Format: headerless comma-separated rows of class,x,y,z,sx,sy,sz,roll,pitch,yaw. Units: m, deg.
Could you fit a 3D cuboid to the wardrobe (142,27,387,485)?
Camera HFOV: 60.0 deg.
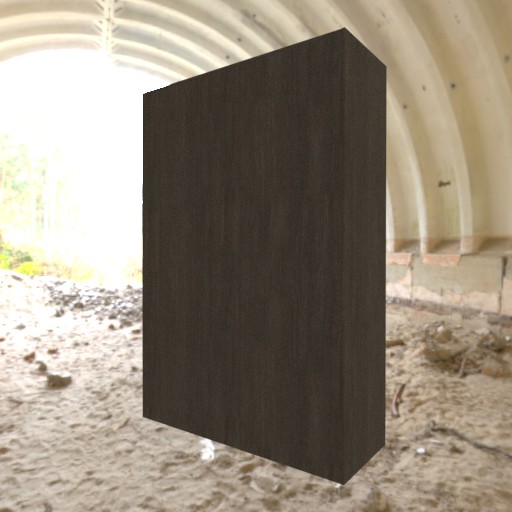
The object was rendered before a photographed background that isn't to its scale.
wardrobe,0.000,0.000,2.435,1.290,1.910,0.510,0,1,36
